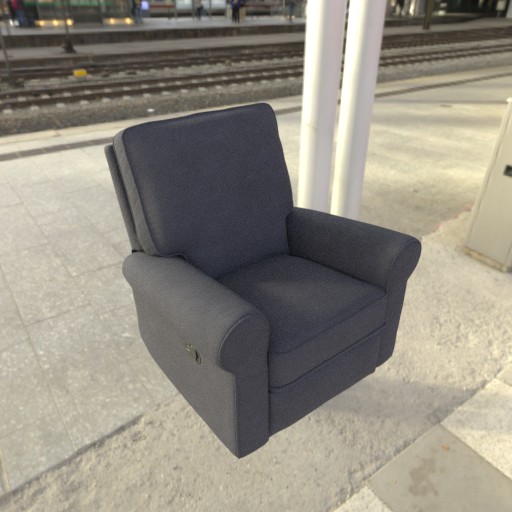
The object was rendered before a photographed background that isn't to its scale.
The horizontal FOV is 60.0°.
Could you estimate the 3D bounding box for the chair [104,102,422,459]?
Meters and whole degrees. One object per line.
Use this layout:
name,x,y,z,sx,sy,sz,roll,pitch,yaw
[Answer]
chair,0.000,0.000,1.668,0.890,0.961,0.878,-21,36,-32
